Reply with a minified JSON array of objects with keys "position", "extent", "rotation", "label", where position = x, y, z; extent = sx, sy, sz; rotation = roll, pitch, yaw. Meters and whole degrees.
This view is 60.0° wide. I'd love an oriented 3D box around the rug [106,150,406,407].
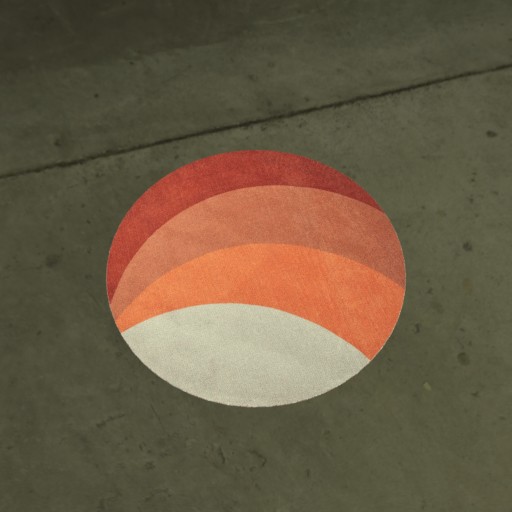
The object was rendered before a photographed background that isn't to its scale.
[{"position":[0.000,0.000,2.278],"extent":[1.514,0.015,1.514],"rotation":[0,58,0],"label":"rug"}]
